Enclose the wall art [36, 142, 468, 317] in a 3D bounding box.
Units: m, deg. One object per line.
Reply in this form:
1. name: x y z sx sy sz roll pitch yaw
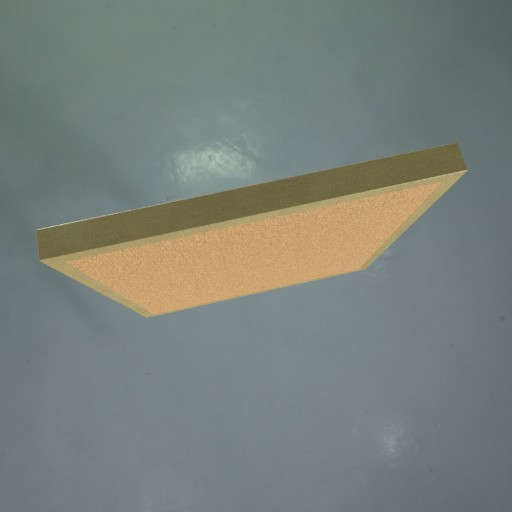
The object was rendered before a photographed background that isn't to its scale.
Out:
1. wall art: 0.000 0.000 0.761 0.508 0.508 0.038 -12 75 -3
